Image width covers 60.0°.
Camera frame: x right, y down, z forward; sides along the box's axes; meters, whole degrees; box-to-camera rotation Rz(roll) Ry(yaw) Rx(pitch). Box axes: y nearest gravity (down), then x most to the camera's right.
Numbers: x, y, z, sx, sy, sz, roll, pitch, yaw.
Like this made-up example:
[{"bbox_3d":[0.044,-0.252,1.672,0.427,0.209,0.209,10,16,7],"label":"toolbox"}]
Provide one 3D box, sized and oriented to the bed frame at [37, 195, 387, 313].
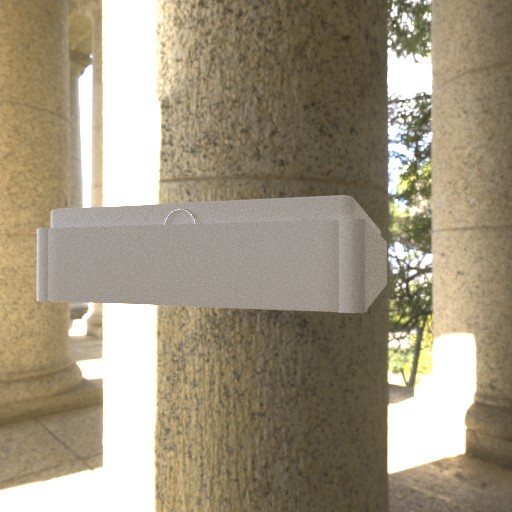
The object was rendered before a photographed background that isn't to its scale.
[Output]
[{"bbox_3d":[0.000,0.000,2.590,1.400,0.406,1.900,0,-1,19],"label":"bed frame"}]
